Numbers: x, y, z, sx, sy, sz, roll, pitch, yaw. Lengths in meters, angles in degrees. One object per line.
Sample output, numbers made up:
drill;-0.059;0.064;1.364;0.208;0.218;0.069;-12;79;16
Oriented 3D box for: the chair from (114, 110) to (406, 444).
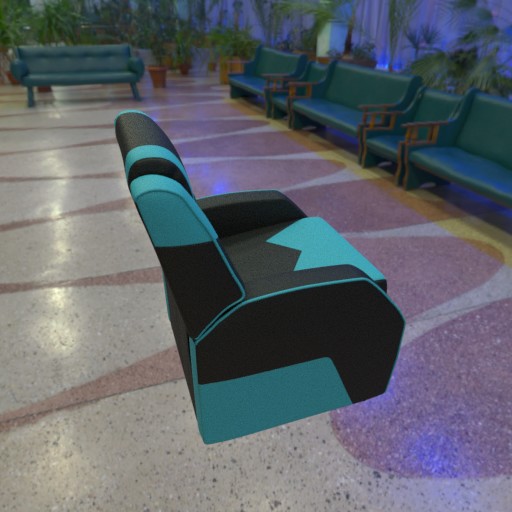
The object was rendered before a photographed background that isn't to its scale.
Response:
chair;0.000;0.000;1.305;0.672;0.805;0.620;-10;32;-16
